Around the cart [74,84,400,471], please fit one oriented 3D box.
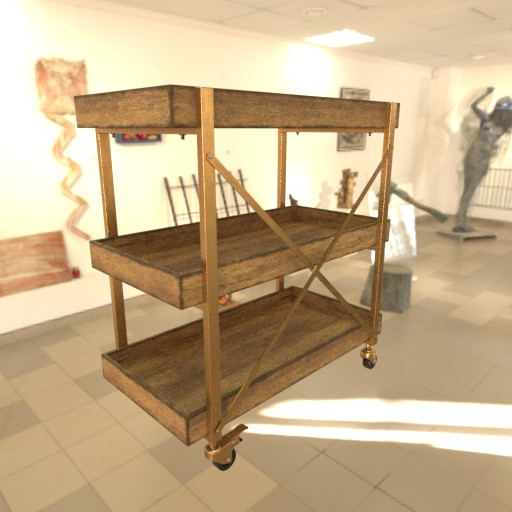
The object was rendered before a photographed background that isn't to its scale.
[{"bbox_3d":[0.000,0.000,1.200,0.750,0.799,0.416,-15,22,-42],"label":"cart"}]
